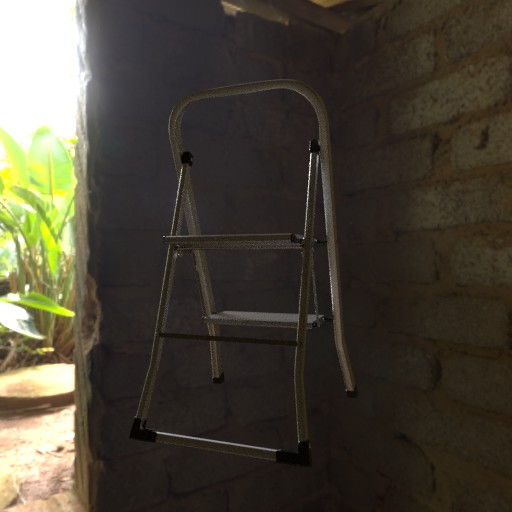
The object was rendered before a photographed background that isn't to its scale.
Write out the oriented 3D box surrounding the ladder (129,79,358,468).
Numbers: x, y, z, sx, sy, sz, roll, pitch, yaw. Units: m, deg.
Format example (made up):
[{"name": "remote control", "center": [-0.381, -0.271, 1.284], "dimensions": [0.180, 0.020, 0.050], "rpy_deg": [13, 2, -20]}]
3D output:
[{"name": "ladder", "center": [0.000, 0.000, 1.172], "dimensions": [0.465, 0.830, 0.530], "rpy_deg": [0, -1, 20]}]
